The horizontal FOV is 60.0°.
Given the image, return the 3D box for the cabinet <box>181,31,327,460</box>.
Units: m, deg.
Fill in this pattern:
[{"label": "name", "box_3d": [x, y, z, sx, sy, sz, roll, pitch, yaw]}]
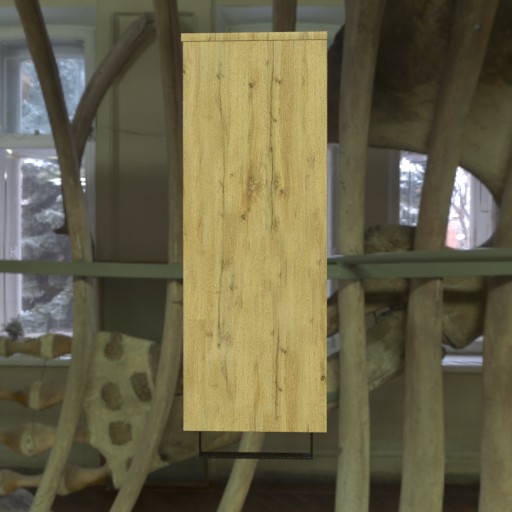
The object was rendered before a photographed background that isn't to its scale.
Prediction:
[{"label": "cabinet", "box_3d": [0.000, 0.000, 1.965, 0.473, 1.397, 1.168, 0, 0, 2]}]
